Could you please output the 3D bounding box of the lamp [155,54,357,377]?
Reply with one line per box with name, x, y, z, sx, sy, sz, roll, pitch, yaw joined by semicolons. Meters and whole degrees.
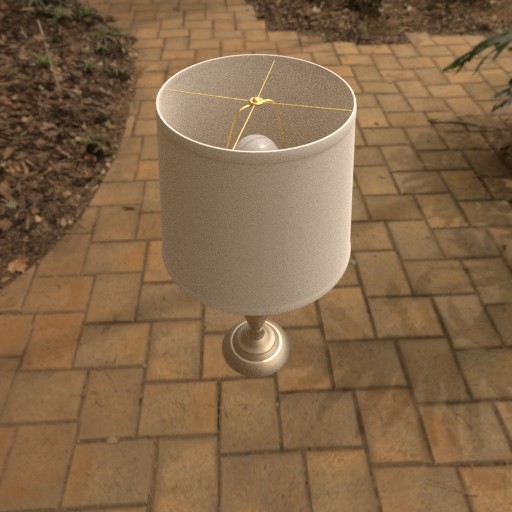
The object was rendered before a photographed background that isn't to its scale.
lamp;0.000;0.000;0.810;0.328;0.619;0.328;0;47;0
